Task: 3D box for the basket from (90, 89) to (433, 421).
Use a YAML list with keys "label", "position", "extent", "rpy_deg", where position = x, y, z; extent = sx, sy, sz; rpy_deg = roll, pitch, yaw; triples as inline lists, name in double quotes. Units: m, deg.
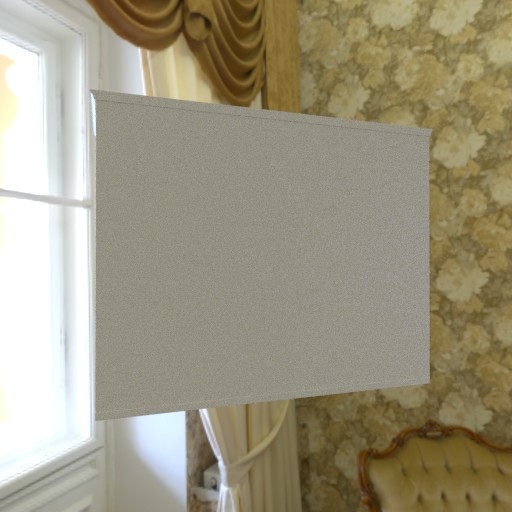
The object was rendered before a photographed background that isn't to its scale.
- label: "basket"
  position: [0.000, 0.000, 1.139]
  extent: [0.792, 0.625, 0.376]
  rpy_deg: [0, 0, -19]
